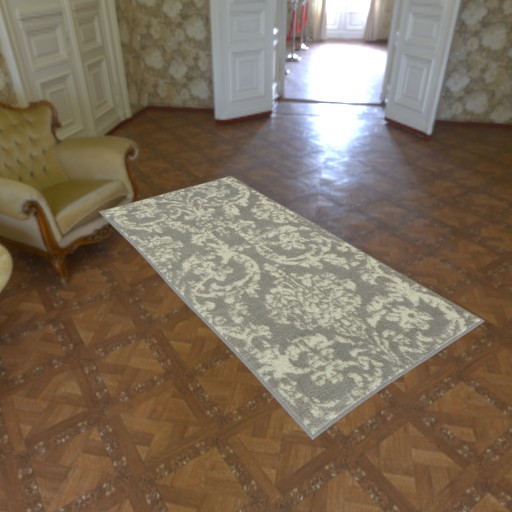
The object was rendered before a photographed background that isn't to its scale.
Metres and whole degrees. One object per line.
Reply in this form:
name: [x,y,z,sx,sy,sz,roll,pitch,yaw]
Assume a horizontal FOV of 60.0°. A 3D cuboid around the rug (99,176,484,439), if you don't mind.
rug: [0.000,0.000,1.433,0.604,0.007,1.219,-21,38,-30]
